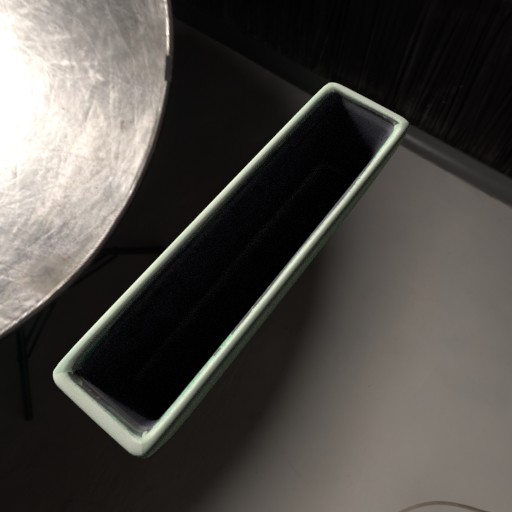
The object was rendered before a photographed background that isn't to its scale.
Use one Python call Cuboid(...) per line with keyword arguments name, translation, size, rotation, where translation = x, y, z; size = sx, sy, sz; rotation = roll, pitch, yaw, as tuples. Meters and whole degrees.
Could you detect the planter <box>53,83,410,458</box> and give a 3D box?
Cuboid(name="planter", translation=(0.000, 0.000, 0.305), size=(0.072, 0.072, 0.275), rotation=(35, 69, 16))
